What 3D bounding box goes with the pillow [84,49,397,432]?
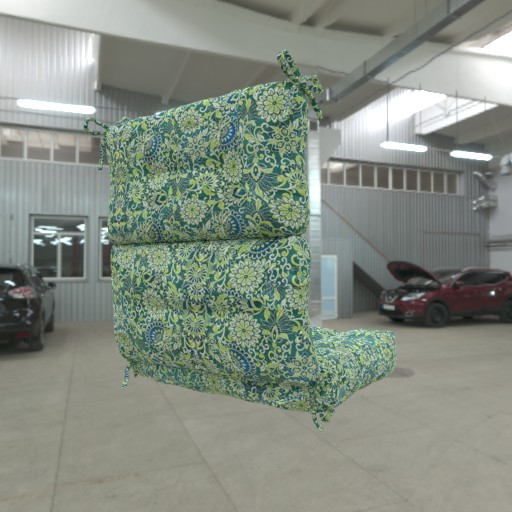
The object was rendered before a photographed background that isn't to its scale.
[{"bbox_3d":[0.000,0.000,1.007,0.519,0.605,0.571,-1,-2,34],"label":"pillow"}]
